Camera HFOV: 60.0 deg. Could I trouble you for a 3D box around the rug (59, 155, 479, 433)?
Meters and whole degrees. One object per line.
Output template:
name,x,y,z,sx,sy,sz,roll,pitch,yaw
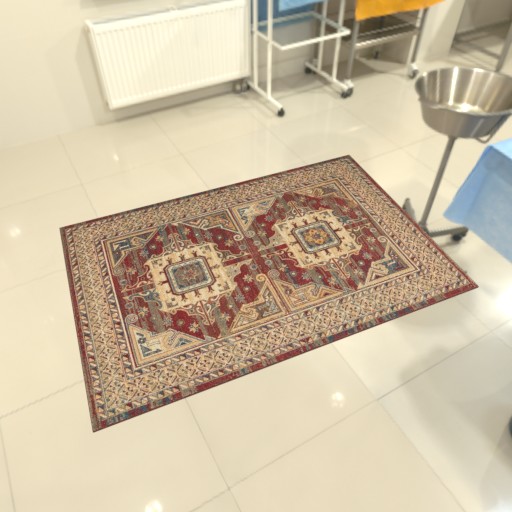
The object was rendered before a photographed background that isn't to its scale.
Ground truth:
rug,0.000,0.000,5.724,4.578,0.033,3.033,-17,49,-15
